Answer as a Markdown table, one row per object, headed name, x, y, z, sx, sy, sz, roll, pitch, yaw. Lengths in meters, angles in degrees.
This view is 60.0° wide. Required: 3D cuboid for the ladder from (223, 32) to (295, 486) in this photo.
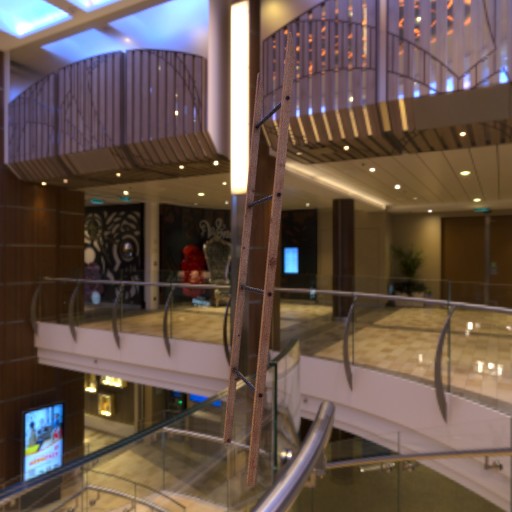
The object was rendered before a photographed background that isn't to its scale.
| name | x | y | z | sx | sy | sz | roll | pitch | yaw |
| --- | --- | --- | --- | --- | --- | --- | --- | --- | --- |
| ladder | 0.000 | 0.000 | 1.971 | 0.200 | 1.805 | 0.442 | 0 | 0 | -17 |
